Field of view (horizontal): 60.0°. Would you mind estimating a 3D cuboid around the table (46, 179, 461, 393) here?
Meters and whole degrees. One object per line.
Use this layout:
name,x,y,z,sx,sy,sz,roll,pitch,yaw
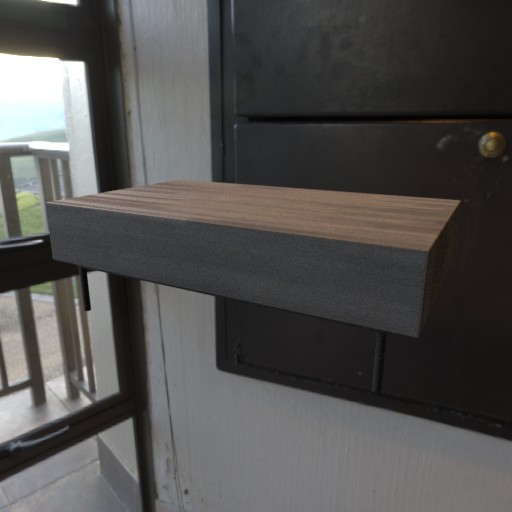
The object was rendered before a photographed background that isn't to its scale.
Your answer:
table,0.000,0.000,1.394,1.088,0.347,0.643,9,19,27
